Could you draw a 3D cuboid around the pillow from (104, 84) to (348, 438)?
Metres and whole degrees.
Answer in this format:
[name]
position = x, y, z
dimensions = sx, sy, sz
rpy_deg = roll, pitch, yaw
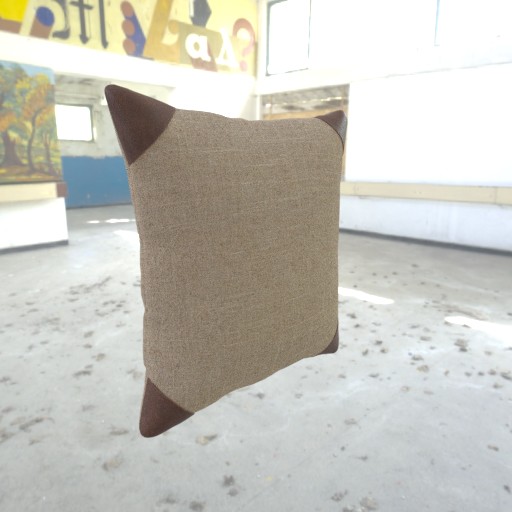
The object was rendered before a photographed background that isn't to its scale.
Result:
[pillow]
position = 0.000, 0.000, 0.668
dimensions = 0.437, 0.448, 0.147
rpy_deg = -12, 18, -43
